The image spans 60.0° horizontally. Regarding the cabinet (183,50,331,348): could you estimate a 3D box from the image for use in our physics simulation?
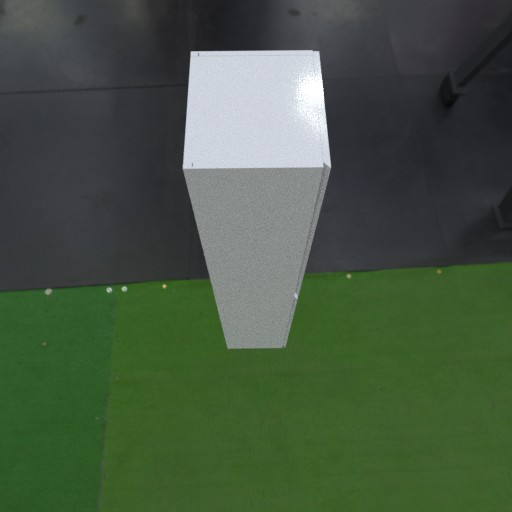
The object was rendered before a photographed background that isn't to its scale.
[{"bbox_3d":[0.000,0.000,1.504,0.270,1.400,0.300,-1,65,0],"label":"cabinet"}]
